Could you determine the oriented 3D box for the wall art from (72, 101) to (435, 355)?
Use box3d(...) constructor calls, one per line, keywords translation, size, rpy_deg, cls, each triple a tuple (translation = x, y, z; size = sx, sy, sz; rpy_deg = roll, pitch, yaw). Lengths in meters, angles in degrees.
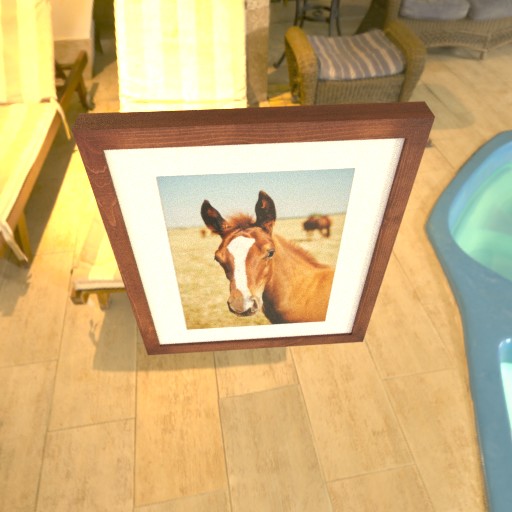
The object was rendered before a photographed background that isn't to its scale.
box3d(translation=(0.000, 0.000, 0.550), size=(0.330, 0.381, 0.030), rpy_deg=(-3, 47, -3), cls="wall art")
